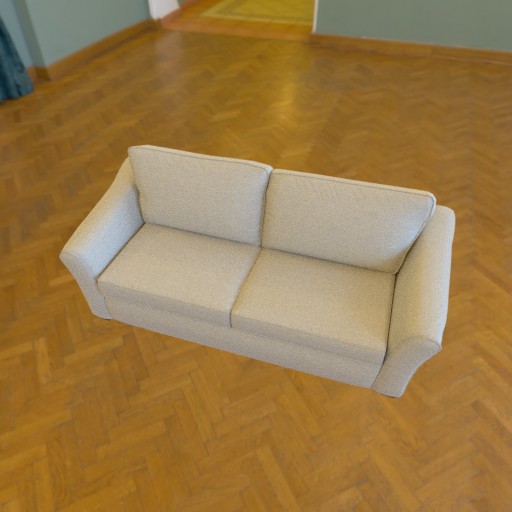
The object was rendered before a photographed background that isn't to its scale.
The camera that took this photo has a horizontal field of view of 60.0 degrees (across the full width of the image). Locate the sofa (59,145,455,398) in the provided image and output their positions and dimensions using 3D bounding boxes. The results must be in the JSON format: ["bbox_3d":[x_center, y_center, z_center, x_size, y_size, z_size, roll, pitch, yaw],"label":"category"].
[{"bbox_3d":[0.000,0.000,2.814,2.270,0.965,0.980,12,43,13],"label":"sofa"}]
